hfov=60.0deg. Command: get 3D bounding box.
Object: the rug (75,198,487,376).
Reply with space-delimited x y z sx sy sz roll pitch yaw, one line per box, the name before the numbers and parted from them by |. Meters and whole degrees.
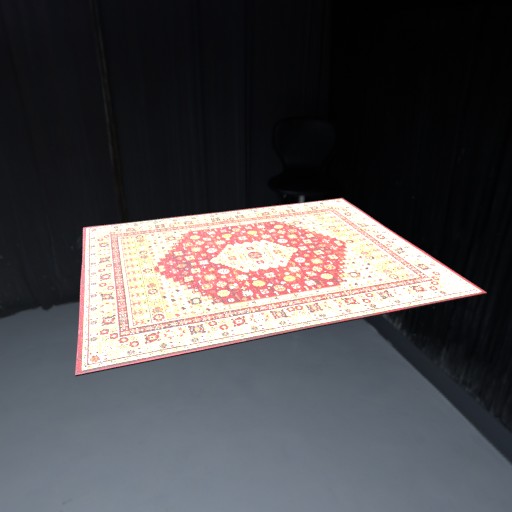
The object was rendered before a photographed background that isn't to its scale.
rug | 0.000 0.000 4.080 3.053 0.013 2.387 -8 28 -16
